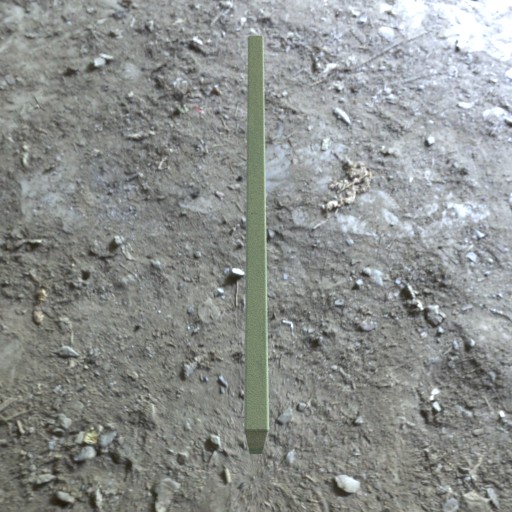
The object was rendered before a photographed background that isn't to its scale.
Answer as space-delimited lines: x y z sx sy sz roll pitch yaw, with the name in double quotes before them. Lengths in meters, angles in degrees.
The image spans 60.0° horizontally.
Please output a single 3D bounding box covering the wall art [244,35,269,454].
"wall art" 0.000 0.000 1.156 0.038 0.609 0.913 0 63 0
